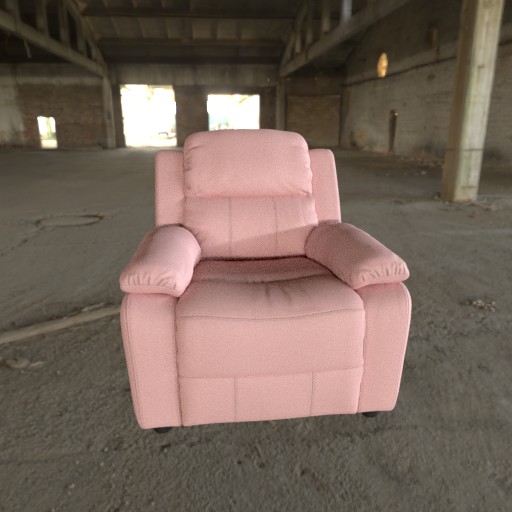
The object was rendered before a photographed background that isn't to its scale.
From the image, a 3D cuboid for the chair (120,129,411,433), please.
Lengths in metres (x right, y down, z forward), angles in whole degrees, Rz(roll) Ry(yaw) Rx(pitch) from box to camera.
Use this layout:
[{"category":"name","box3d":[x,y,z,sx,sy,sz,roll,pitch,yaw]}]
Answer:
[{"category":"chair","box3d":[0.000,0.000,1.282,0.680,0.702,0.709,-2,17,-6]}]
